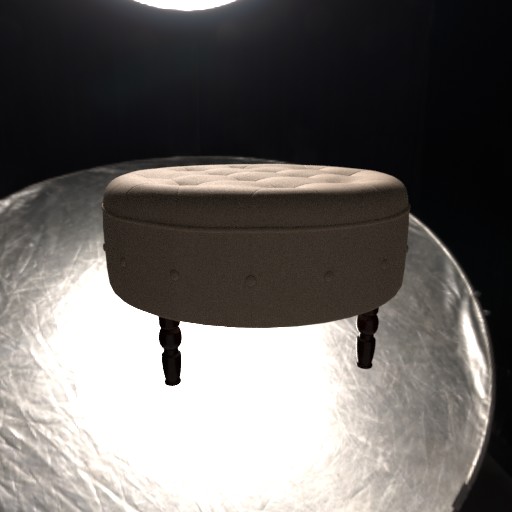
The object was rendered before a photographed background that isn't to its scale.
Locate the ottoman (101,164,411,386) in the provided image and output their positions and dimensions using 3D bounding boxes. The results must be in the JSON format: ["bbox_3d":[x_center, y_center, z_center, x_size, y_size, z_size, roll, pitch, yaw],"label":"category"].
[{"bbox_3d":[0.000,0.000,1.326,0.848,0.494,0.848,0,16,0],"label":"ottoman"}]
